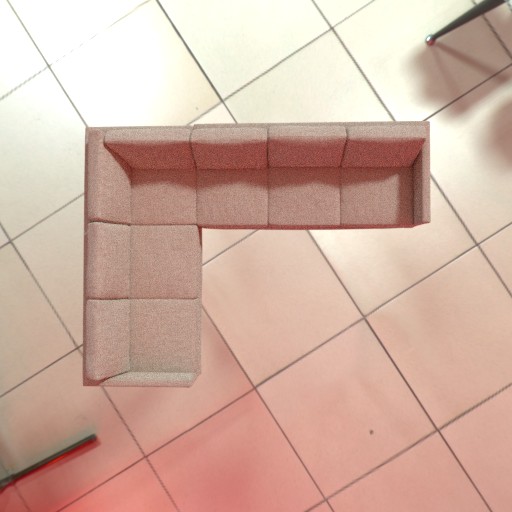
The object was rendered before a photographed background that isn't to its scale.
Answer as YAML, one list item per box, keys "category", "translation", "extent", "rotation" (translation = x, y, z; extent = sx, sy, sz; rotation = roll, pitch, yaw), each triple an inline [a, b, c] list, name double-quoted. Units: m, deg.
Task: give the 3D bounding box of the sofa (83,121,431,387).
- category: "sofa"
  translation: [0.000, 0.000, 4.276]
  extent: [3.182, 0.863, 2.432]
  rotation: [0, 89, 2]
